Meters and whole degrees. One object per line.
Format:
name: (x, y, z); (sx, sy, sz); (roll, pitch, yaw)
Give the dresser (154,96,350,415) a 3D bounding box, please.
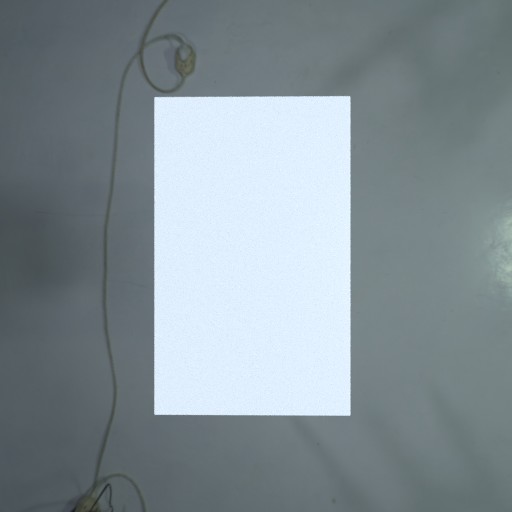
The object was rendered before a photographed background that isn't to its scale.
dresser: (0.000, 0.000, 1.499); (0.400, 1.190, 0.650); (0, 90, 1)
